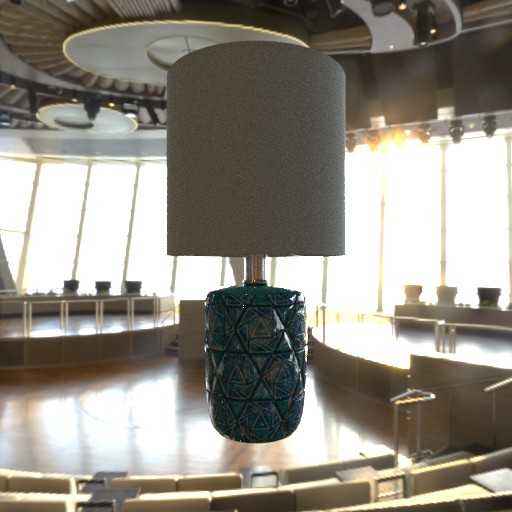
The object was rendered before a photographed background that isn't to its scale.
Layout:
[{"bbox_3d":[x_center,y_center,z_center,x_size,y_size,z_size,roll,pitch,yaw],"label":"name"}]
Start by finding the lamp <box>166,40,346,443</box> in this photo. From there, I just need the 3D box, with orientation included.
[{"bbox_3d":[0.000,0.000,0.484,0.193,0.377,0.193,0,-1,-18],"label":"lamp"}]
